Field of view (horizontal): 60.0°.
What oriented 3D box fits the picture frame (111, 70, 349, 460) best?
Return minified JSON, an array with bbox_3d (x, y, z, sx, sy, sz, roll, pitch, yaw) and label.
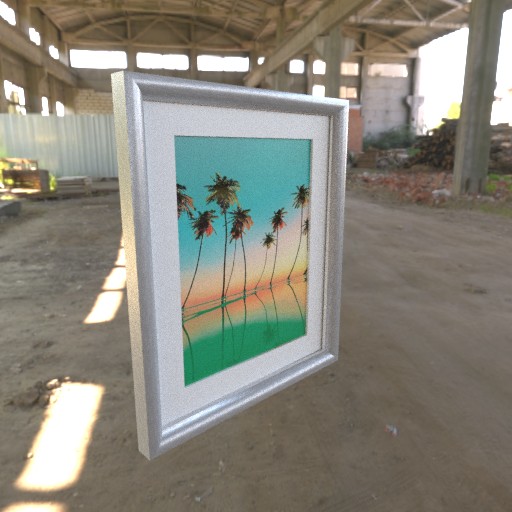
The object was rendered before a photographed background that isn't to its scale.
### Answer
[{"bbox_3d":[0.000,0.000,0.534,0.327,0.378,0.027,-13,18,-42],"label":"picture frame"}]
